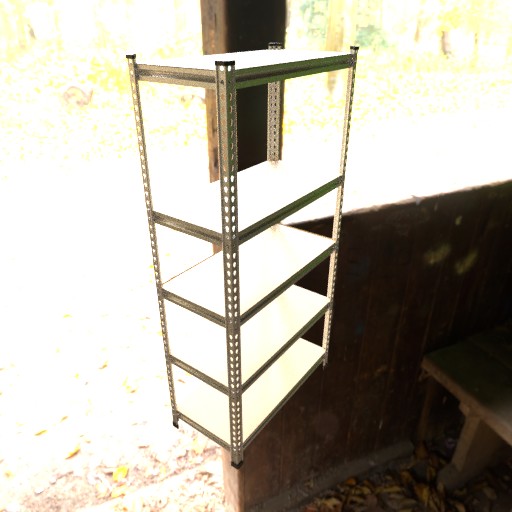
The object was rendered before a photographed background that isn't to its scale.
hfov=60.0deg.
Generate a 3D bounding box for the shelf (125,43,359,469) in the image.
[{"bbox_3d":[0.000,0.000,2.163,0.457,1.829,0.914,19,34,31],"label":"shelf"}]
